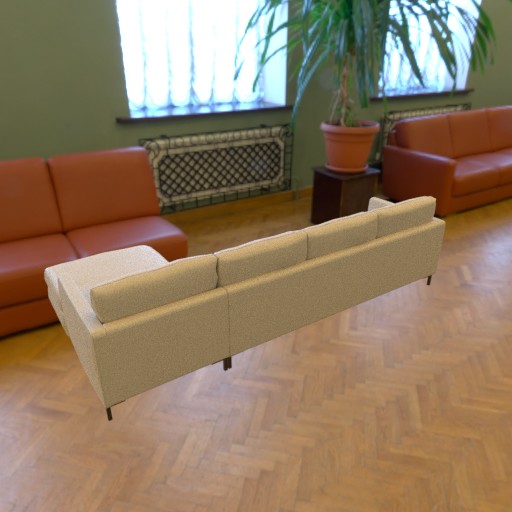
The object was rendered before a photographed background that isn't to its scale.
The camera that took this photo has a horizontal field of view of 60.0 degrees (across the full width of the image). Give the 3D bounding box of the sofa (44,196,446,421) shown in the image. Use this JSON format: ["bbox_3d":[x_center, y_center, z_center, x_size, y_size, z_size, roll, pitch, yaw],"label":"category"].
[{"bbox_3d":[0.000,0.000,3.273,2.731,0.755,1.258,-16,30,-30],"label":"sofa"}]
